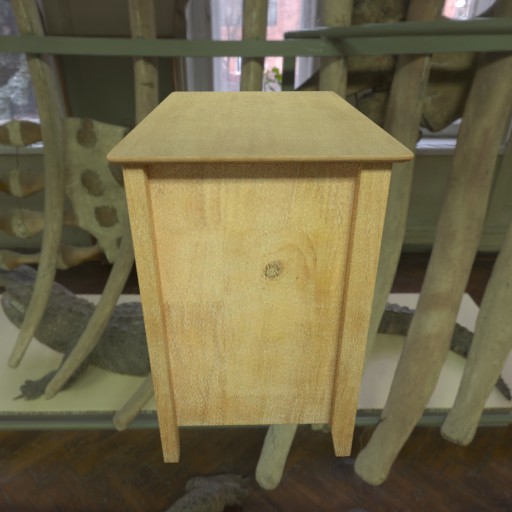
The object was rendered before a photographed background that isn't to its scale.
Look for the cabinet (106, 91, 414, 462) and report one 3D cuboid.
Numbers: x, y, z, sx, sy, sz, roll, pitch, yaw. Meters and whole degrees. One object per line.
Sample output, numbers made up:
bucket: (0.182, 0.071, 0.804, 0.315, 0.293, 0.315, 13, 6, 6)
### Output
cabinet: (0.000, 0.000, 1.224, 0.503, 0.762, 0.763, -1, 28, -1)
